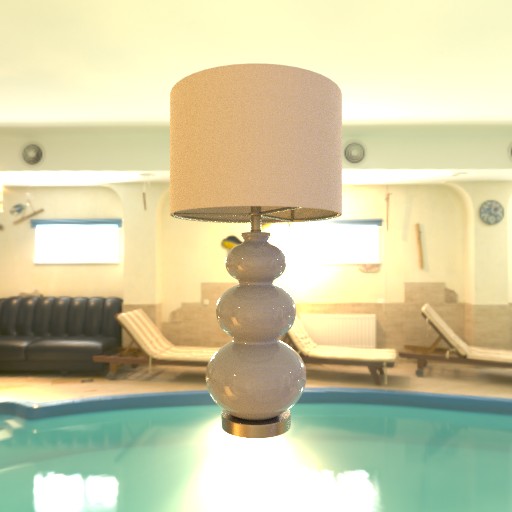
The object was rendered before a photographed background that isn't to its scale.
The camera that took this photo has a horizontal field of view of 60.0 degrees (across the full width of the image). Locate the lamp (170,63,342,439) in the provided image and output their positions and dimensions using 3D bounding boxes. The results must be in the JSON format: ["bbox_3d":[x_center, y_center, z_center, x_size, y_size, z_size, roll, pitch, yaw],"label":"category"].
[{"bbox_3d":[0.000,0.000,0.960,0.367,0.730,0.367,0,-1,-18],"label":"lamp"}]
